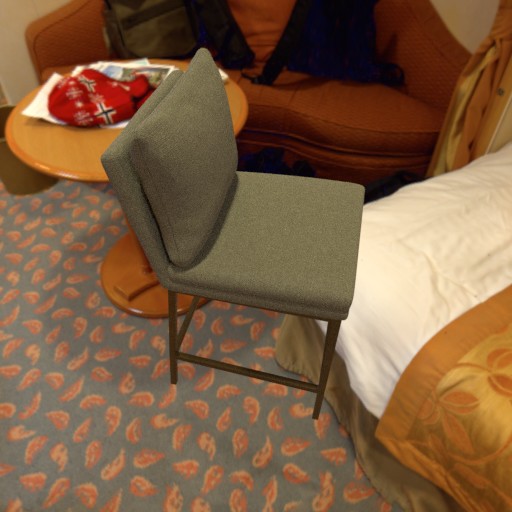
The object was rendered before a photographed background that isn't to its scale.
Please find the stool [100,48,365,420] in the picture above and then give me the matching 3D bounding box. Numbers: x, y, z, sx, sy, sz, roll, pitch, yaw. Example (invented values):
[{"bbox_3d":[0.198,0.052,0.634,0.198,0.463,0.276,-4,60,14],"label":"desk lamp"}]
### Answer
[{"bbox_3d":[0.000,0.000,1.323,0.569,1.031,0.463,10,47,9],"label":"stool"}]
